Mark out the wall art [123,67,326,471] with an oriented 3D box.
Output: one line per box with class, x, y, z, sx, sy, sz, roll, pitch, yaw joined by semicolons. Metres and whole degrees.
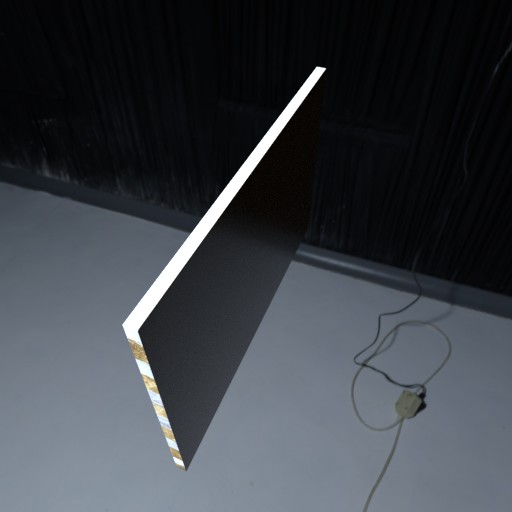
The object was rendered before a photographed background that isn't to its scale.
wall art;0.000;0.000;1.156;0.027;0.610;0.932;17;49;15
